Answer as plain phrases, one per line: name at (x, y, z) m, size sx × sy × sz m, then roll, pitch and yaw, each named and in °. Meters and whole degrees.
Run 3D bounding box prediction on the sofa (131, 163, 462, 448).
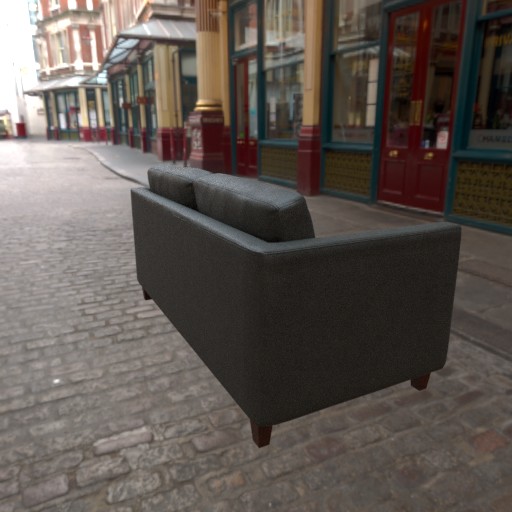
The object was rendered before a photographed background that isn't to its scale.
sofa at (0.000, 0.000, 2.427) m, size 0.951 × 0.933 × 1.883 m, roll -8°, pitch 17°, yaw -26°
